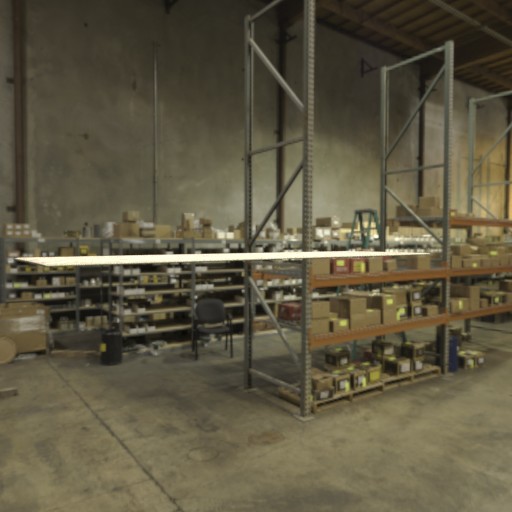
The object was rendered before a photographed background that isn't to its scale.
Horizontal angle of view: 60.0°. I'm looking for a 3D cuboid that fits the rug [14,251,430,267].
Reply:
[{"bbox_3d":[0.000,0.000,2.362,2.196,0.011,0.662,-1,2,-36],"label":"rug"}]
